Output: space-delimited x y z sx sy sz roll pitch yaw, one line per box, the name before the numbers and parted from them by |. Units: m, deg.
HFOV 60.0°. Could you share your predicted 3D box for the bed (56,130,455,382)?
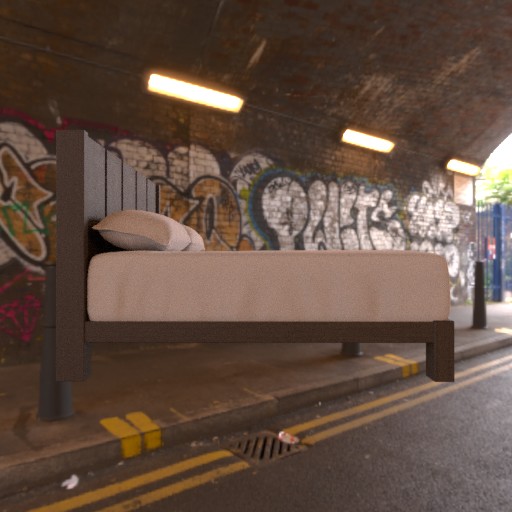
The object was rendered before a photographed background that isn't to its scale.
bed | 0.000 0.000 3.081 1.992 1.261 1.735 0 0 0
